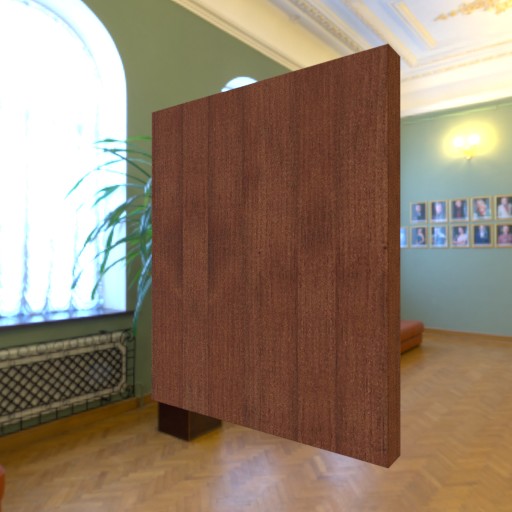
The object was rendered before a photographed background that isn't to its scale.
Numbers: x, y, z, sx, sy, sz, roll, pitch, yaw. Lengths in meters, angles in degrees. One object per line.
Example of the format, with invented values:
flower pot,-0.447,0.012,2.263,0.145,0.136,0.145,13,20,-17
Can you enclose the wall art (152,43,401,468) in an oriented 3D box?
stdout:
wall art,0.000,0.000,0.597,0.377,0.449,0.039,0,0,37
